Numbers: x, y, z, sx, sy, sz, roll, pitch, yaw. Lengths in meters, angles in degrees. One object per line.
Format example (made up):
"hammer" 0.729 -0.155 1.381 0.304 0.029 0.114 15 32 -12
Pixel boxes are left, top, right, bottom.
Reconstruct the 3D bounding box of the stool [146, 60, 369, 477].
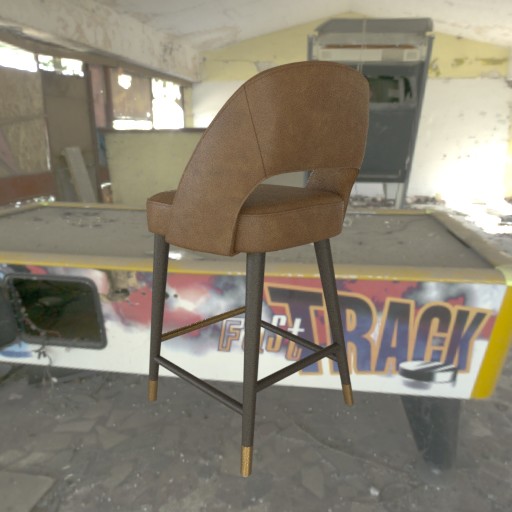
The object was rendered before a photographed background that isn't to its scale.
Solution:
"stool" 0.000 0.000 1.225 0.494 0.940 0.509 -14 20 -42
